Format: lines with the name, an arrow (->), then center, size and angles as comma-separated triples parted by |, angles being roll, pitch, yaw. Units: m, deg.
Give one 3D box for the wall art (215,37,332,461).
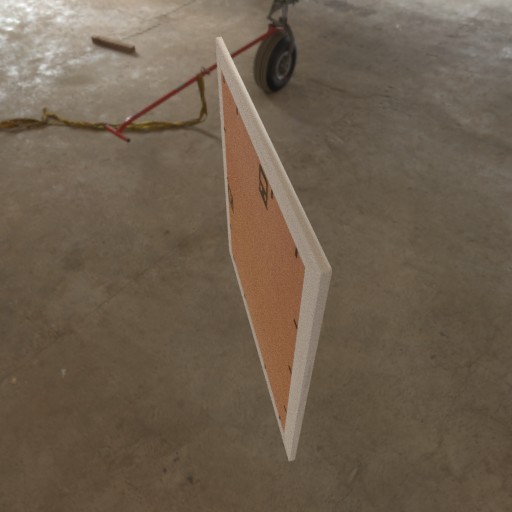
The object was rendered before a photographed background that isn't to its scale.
wall art -> 0.000, 0.000, 0.849 | 0.013, 0.584, 0.584 | -10, 49, -9
